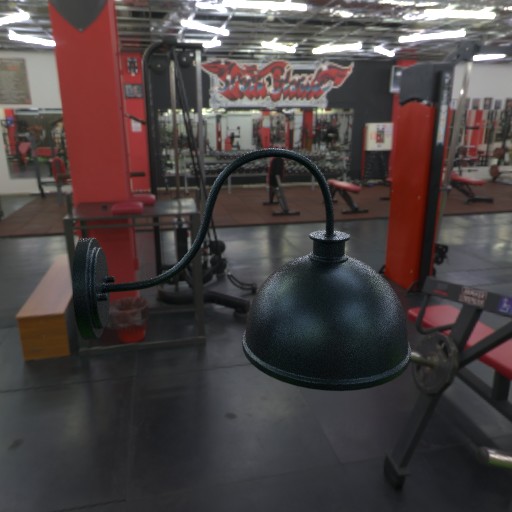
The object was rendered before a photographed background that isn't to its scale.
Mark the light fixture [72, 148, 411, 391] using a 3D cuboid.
[{"bbox_3d":[0.000,0.000,0.624,0.467,0.295,0.253,-3,17,-9],"label":"light fixture"}]
